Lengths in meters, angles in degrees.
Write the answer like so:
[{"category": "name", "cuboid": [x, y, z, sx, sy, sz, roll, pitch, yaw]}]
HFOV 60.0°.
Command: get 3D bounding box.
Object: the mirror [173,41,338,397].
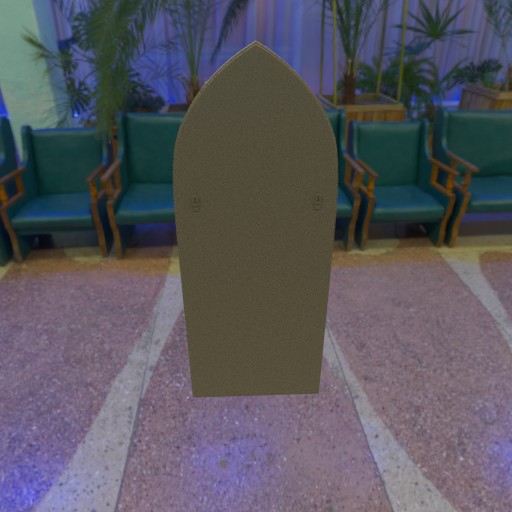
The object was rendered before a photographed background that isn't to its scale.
[{"category": "mirror", "cuboid": [0.000, 0.000, 1.343, 0.464, 1.175, 0.025, -1, 30, -2]}]
